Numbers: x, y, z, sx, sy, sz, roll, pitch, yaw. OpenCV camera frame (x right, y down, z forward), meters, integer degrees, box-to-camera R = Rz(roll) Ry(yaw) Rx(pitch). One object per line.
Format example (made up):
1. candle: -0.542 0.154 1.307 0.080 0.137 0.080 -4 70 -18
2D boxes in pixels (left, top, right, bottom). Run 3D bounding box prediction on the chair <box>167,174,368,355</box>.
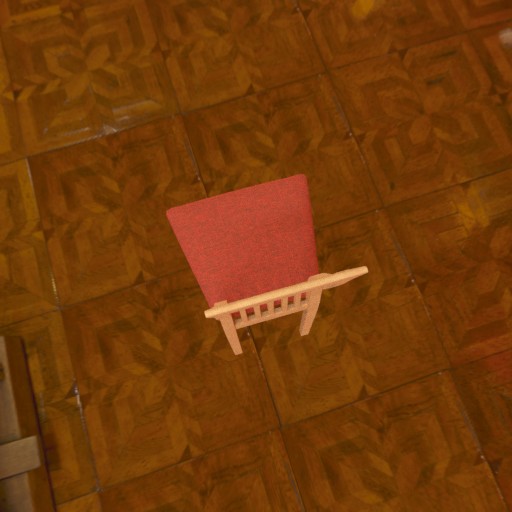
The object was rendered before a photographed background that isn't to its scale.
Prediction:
1. chair: 0.000 0.000 1.296 0.460 1.027 0.474 -15 76 -4
